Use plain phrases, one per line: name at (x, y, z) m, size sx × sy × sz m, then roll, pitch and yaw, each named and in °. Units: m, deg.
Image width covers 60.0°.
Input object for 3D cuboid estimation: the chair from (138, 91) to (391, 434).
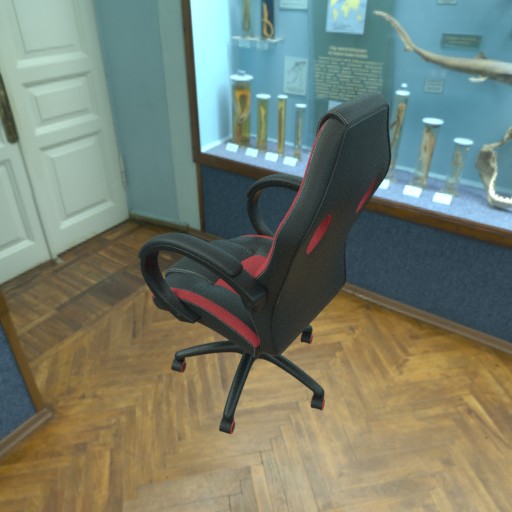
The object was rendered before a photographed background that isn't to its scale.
chair at (0.000, 0.000, 1.607) m, size 0.724 × 1.187 × 0.673 m, roll 21°, pitch 38°, yaw 30°
